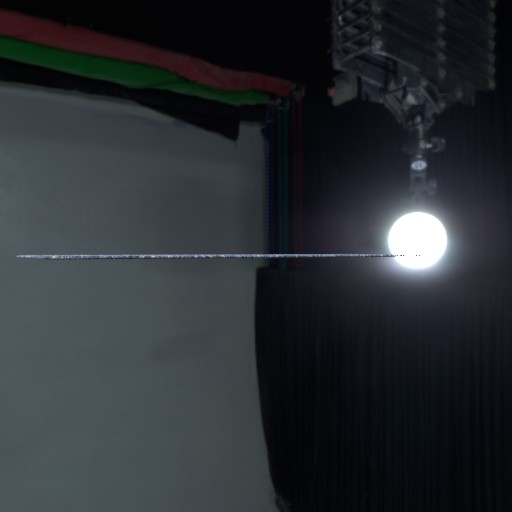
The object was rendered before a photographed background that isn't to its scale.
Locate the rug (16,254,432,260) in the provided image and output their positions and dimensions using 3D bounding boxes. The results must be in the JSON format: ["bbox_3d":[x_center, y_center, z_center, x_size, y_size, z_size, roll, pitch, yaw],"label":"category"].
[{"bbox_3d":[0.000,0.000,2.481,2.306,0.013,0.719,0,1,-36],"label":"rug"}]
